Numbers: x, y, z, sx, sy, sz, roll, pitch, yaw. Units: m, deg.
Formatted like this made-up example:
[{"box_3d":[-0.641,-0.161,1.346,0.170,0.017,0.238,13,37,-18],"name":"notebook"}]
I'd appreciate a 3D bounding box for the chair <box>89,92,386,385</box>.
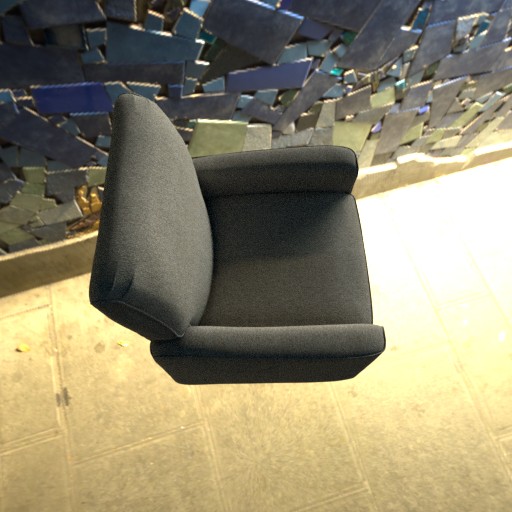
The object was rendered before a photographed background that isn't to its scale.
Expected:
[{"box_3d":[0.000,0.000,1.643,0.858,1.028,0.841,-2,65,-1],"name":"chair"}]
